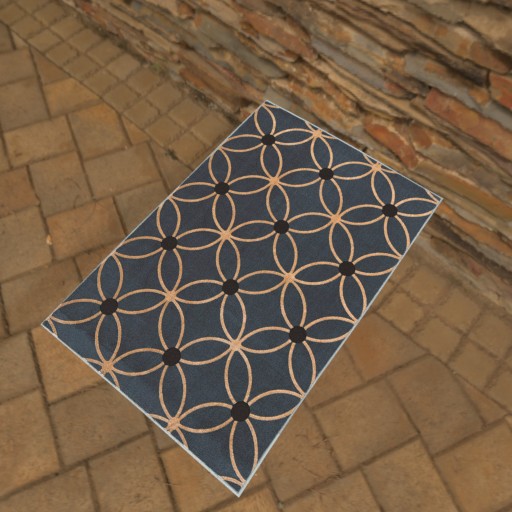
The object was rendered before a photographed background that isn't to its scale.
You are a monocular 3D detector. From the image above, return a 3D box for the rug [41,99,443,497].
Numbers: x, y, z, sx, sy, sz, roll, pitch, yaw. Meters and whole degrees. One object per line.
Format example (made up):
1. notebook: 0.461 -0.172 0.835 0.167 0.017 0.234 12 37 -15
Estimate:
1. rug: 0.000 0.000 2.854 1.522 0.008 2.284 34 69 15
